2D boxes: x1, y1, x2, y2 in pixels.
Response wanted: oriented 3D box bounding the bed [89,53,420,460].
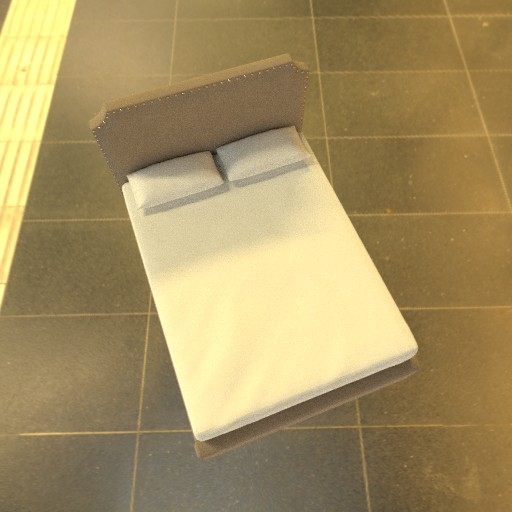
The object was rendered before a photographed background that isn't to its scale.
[{"bbox_3d":[0.000,0.000,3.337,1.703,1.415,2.329,-19,65,-9],"label":"bed"}]
